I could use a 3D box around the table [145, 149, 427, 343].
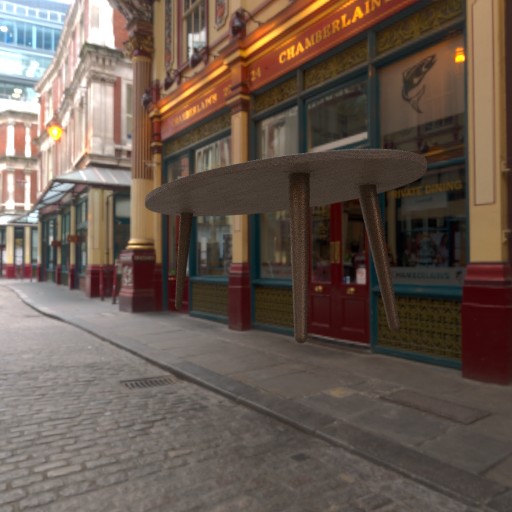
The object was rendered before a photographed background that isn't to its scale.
[{"bbox_3d":[0.000,0.000,1.326,0.542,0.390,1.083,1,-2,-36],"label":"table"}]
